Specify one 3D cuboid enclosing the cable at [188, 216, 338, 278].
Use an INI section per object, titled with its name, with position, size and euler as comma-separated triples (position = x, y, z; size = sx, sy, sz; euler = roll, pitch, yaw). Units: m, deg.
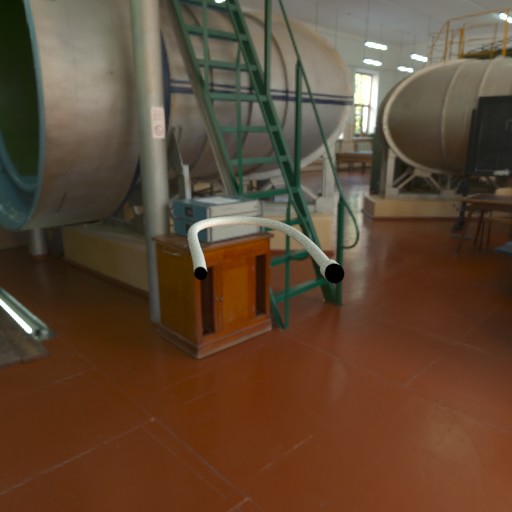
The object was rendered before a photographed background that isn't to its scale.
[cable]
position = 0.000, 0.000, 0.114
size = 0.041, 0.005, 0.098
euler = -3, 16, -9
